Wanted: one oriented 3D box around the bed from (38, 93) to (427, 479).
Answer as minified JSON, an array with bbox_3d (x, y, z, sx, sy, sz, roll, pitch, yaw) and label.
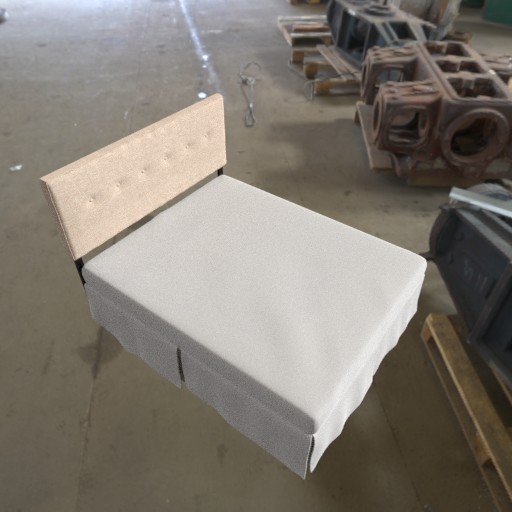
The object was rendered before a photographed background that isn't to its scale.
[{"bbox_3d":[0.000,0.000,3.004,1.978,1.270,1.643,27,48,27],"label":"bed"}]
